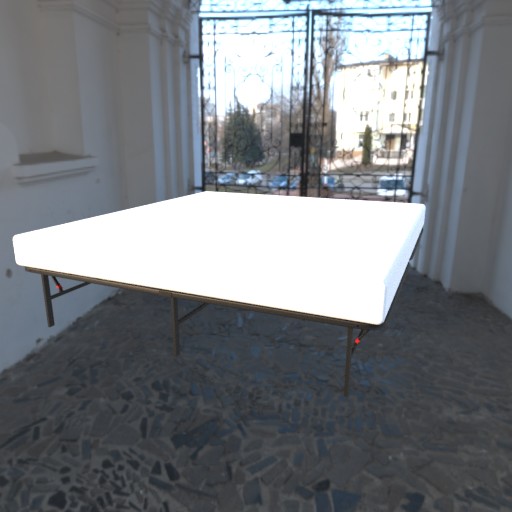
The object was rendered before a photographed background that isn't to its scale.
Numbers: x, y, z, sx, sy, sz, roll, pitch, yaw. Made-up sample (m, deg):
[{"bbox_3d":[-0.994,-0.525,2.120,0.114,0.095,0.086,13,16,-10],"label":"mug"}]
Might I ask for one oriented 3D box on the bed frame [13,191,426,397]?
[{"bbox_3d":[0.000,0.000,2.921,1.935,0.525,2.033,7,17,23],"label":"bed frame"}]
